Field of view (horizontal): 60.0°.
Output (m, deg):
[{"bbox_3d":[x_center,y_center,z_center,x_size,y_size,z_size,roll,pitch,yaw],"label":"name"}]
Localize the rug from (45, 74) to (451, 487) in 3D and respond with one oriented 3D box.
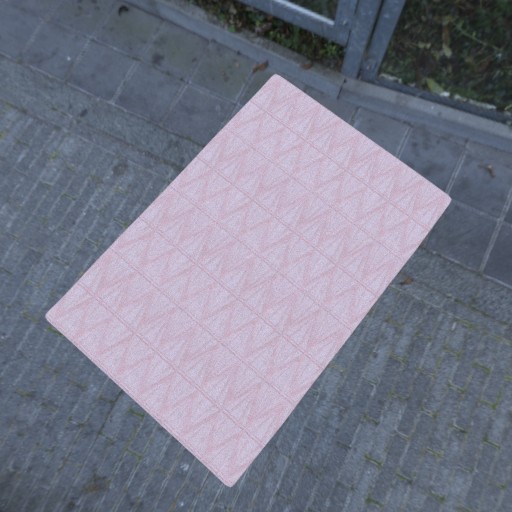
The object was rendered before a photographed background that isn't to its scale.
[{"bbox_3d":[0.000,0.000,2.980,1.609,0.015,2.390,39,79,9],"label":"rug"}]
